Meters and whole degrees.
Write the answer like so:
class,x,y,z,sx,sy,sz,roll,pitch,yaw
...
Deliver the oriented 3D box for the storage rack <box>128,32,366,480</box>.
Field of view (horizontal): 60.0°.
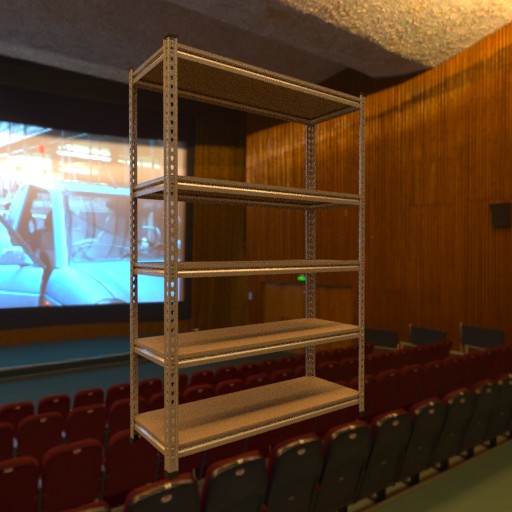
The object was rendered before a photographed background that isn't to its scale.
class,x,y,z,sx,sy,sz,roll,pitch,yaw
storage rack,0.000,0.000,2.348,1.219,1.829,0.457,-1,1,-36
